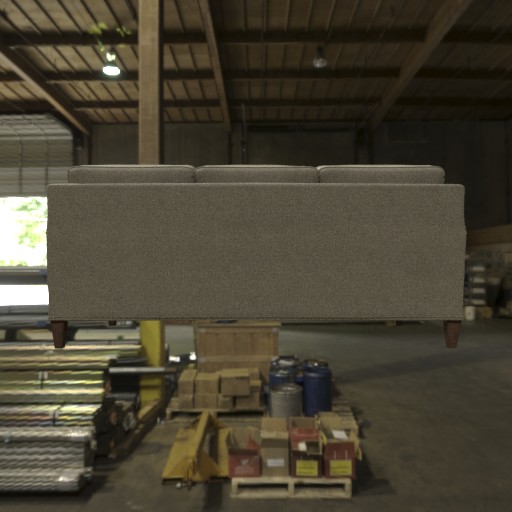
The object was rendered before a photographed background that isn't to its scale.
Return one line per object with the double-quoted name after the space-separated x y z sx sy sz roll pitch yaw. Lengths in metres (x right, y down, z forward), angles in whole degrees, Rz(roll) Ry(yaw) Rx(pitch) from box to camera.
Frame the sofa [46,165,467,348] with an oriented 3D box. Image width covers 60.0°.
0.000 0.000 2.798 2.246 1.003 1.084 0 -1 0 "sofa"
